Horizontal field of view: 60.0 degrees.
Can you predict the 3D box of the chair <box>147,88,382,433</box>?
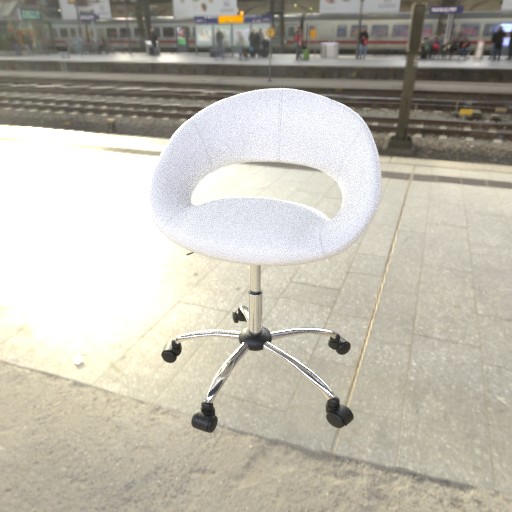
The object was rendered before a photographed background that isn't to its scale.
[{"bbox_3d":[0.000,0.000,1.171,0.612,0.791,0.538,9,28,17],"label":"chair"}]
